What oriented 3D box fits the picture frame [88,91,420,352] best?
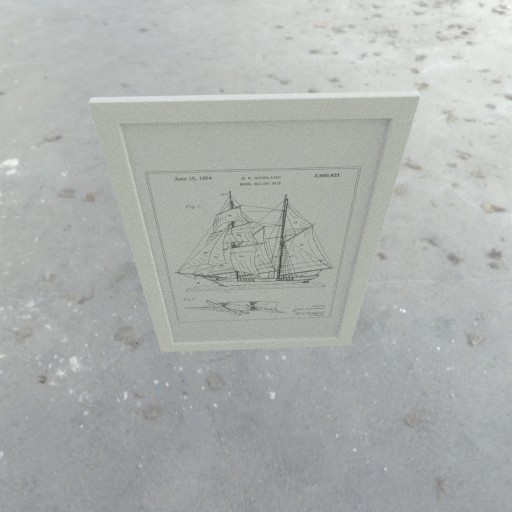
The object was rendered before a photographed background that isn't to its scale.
[{"bbox_3d":[0.000,0.000,0.704,0.381,0.534,0.012,-2,47,-2],"label":"picture frame"}]
